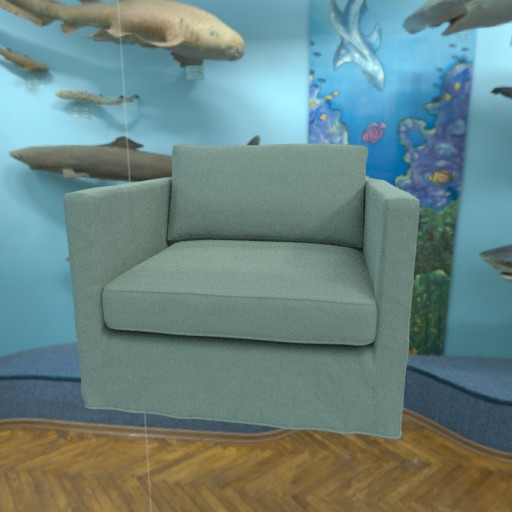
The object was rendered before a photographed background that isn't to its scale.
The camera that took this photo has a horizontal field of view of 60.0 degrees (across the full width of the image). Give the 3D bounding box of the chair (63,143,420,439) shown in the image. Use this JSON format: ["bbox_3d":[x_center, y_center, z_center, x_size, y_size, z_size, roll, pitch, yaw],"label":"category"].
[{"bbox_3d":[0.000,0.000,1.731,1.057,0.863,0.949,2,13,9],"label":"chair"}]
